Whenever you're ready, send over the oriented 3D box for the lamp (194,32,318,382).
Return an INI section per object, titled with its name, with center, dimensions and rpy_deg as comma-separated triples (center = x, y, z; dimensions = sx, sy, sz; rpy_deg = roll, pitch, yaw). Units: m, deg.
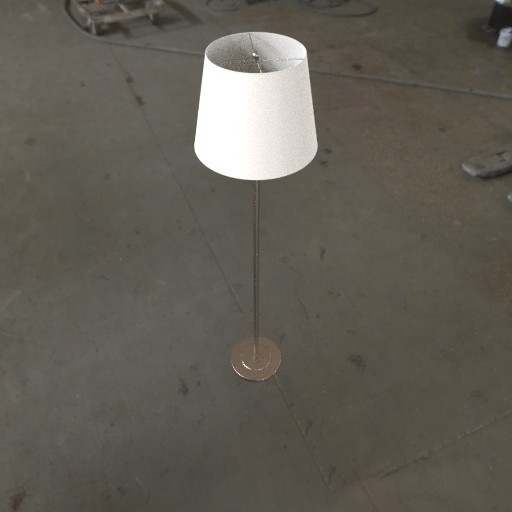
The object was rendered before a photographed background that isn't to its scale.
[lamp]
center = 0.000, 0.000, 1.632
dimensions = 0.355, 1.473, 0.355
rpy_deg = 0, 46, 0
